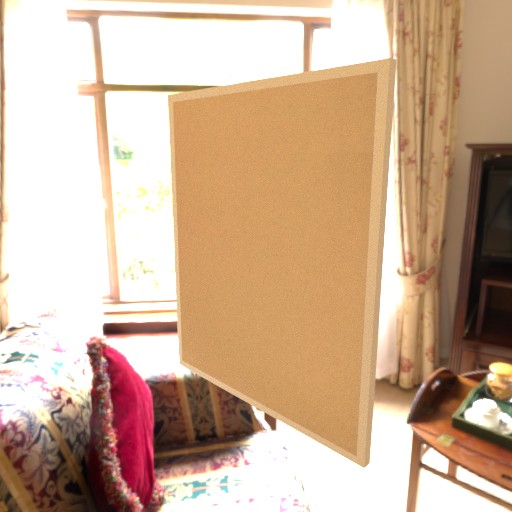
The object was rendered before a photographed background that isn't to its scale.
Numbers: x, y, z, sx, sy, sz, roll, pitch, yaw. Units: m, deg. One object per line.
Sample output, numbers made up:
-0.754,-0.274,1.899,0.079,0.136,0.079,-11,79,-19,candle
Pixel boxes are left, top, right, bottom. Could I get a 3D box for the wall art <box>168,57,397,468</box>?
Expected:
0.000,0.000,0.615,0.013,0.456,0.382,-12,18,-43,wall art
